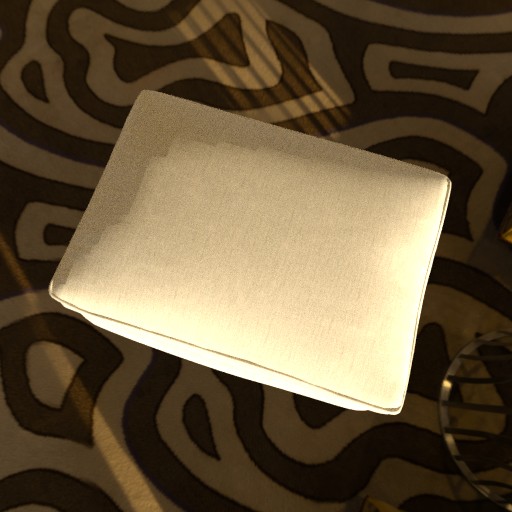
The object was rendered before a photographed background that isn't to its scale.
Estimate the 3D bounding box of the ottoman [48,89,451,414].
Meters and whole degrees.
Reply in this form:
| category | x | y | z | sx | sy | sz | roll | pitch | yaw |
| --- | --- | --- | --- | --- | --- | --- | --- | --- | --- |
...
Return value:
| category | x | y | z | sx | sy | sz | roll | pitch | yaw |
| --- | --- | --- | --- | --- | --- | --- | --- | --- | --- |
| ottoman | 0.000 | 0.000 | 0.958 | 0.665 | 0.406 | 0.501 | 18 | 75 | 5 |
